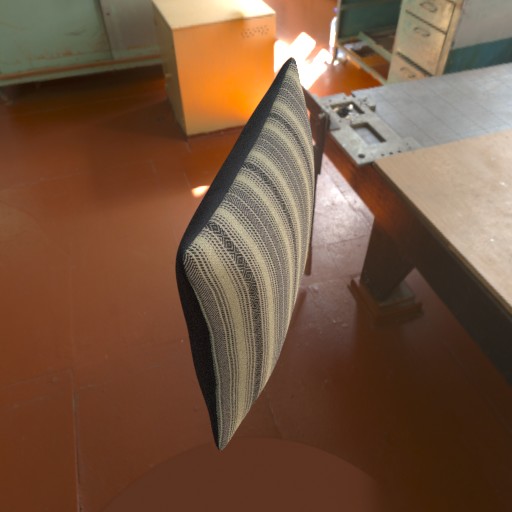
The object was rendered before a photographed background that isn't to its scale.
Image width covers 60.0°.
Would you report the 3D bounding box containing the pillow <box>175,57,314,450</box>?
[{"bbox_3d":[0.000,0.000,0.800,0.166,0.508,0.520,12,47,11],"label":"pillow"}]
